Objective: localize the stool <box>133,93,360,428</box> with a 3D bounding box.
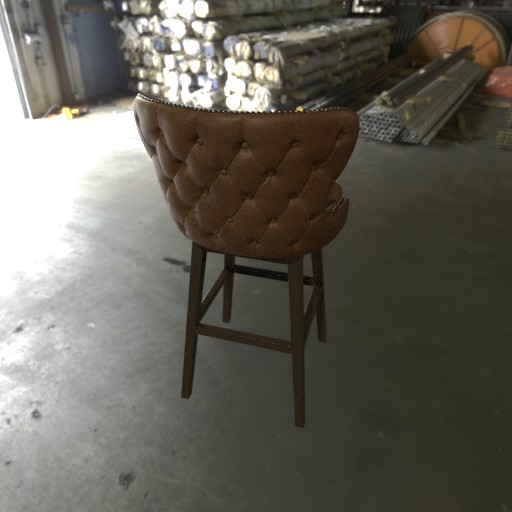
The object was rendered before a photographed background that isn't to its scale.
[{"bbox_3d":[0.000,0.000,1.483,0.591,1.087,0.606,9,33,14],"label":"stool"}]
